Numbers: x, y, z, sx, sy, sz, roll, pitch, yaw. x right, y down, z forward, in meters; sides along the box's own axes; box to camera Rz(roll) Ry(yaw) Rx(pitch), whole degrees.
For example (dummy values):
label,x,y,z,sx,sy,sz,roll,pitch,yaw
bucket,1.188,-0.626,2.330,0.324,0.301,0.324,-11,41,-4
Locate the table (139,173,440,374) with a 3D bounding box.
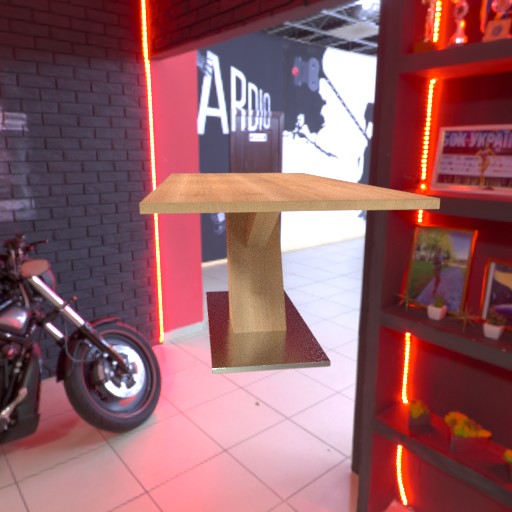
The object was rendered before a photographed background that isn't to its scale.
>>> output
label,x,y,z,sx,sy,sz,roll,pitch,yaw
table,0.000,0.000,2.254,0.900,0.750,1.800,-2,13,-7
